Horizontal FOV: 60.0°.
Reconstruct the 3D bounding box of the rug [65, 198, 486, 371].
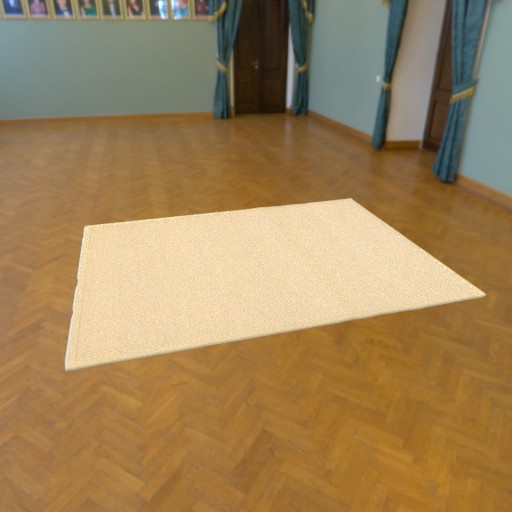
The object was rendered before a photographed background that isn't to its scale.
[{"bbox_3d":[0.000,0.000,4.801,3.659,0.037,2.734,-7,28,-14],"label":"rug"}]
